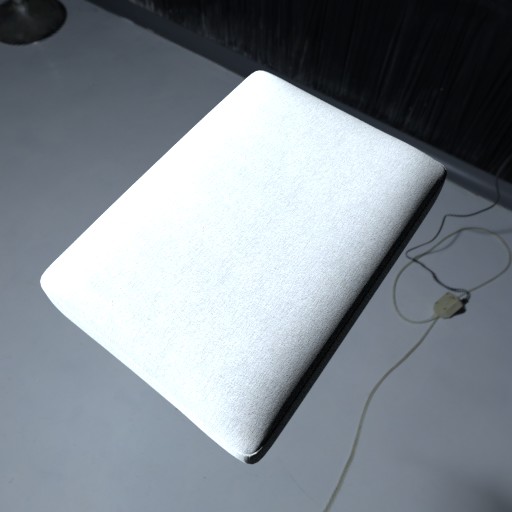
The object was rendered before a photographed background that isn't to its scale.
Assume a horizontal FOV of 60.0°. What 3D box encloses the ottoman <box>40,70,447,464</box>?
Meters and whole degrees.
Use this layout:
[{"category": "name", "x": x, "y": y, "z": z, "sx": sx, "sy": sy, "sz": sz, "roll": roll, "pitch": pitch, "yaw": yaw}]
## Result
[{"category": "ottoman", "x": 0.000, "y": 0.000, "z": 1.052, "sx": 0.549, "sy": 0.428, "sz": 0.749, "roll": 34, "pitch": 68, "yaw": 15}]
